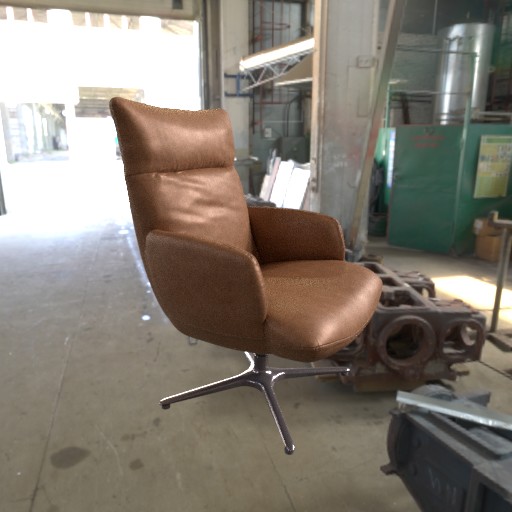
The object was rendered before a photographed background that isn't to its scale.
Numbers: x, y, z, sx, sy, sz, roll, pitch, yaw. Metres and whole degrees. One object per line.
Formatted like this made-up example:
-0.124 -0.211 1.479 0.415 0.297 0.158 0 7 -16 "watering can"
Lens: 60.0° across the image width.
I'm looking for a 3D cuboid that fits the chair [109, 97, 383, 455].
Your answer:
0.000 0.000 1.538 0.794 1.027 0.711 8 16 28 "chair"
